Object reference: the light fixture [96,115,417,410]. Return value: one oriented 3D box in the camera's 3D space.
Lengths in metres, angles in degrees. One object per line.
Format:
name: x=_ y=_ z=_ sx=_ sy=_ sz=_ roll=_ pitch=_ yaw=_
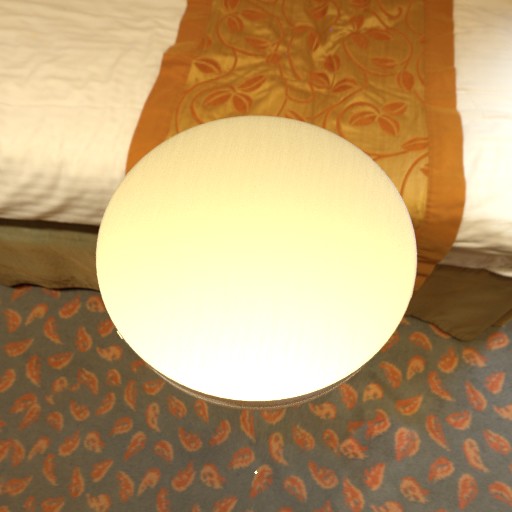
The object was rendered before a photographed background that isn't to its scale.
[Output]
light fixture: x=0.000 y=0.000 z=0.538 sx=0.356 sy=0.102 sz=0.356 roll=0 pitch=64 yaw=0
